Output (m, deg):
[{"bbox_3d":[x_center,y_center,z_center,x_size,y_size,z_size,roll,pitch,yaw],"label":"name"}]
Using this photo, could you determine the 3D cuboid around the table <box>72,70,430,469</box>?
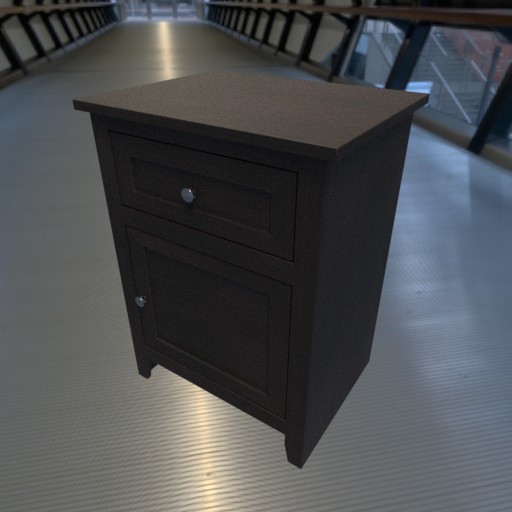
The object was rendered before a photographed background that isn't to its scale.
[{"bbox_3d":[0.000,0.000,0.920,0.480,0.635,0.381,19,36,29],"label":"table"}]
